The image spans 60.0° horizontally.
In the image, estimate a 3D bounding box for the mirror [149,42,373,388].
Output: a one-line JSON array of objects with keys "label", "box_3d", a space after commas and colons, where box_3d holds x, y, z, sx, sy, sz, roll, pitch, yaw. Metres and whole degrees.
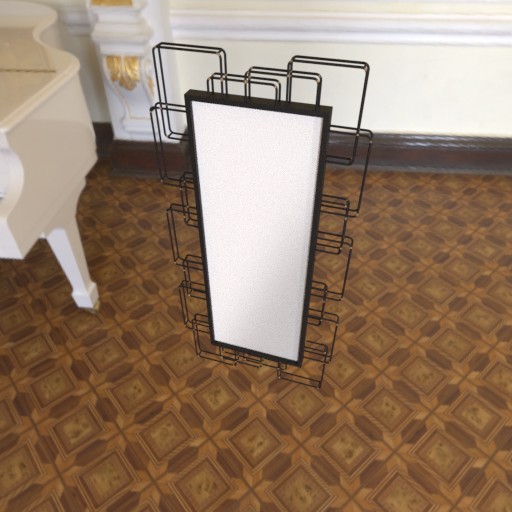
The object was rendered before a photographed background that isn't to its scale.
[{"label": "mirror", "box_3d": [0.000, 0.000, 1.373, 0.565, 1.192, 0.037, 12, 43, 13]}]
